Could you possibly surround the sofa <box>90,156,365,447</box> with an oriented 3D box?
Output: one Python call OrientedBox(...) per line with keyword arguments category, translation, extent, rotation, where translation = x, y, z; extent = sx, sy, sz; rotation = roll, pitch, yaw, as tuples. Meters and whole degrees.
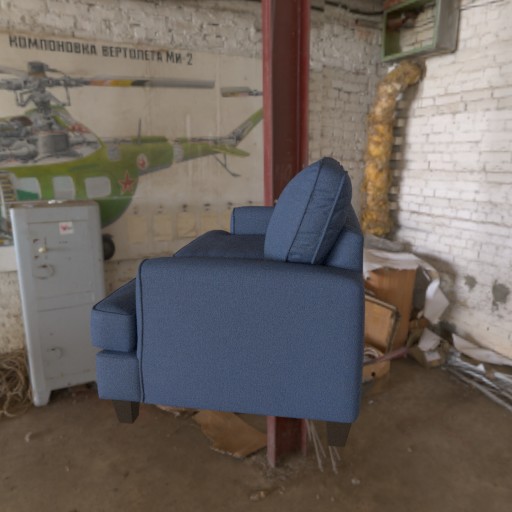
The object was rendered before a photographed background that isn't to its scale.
OrientedBox(category="sofa", translation=(0.000, 0.000, 2.223), extent=(0.965, 0.965, 1.651), rotation=(2, 13, 9))
